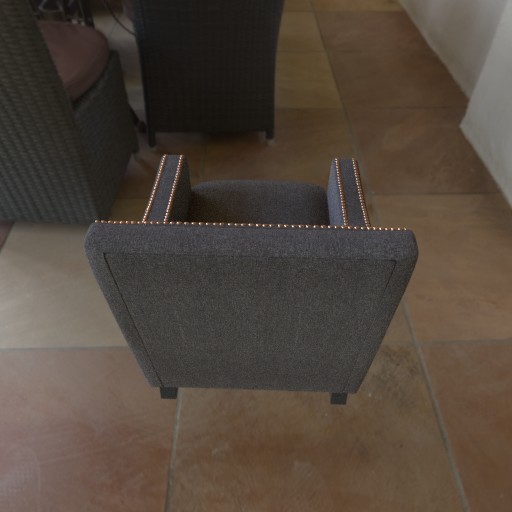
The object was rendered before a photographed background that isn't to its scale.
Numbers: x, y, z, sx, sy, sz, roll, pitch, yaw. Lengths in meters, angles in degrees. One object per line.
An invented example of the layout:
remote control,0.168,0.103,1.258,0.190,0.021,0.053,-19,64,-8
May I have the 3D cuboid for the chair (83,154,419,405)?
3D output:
chair,0.000,0.000,1.621,0.776,0.967,0.884,1,47,1
